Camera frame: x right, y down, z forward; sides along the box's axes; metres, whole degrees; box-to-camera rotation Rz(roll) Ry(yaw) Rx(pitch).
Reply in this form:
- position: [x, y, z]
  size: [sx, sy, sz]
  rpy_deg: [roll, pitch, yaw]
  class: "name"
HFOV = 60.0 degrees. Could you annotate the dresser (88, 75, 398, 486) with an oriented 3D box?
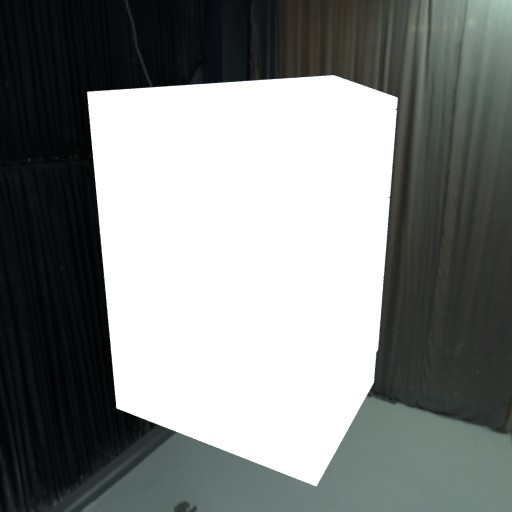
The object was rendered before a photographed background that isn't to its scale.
- position: [0.000, 0.000, 0.820]
  size: [0.400, 0.560, 0.360]
  rpy_deg: [8, 17, 28]
  class: "dresser"
